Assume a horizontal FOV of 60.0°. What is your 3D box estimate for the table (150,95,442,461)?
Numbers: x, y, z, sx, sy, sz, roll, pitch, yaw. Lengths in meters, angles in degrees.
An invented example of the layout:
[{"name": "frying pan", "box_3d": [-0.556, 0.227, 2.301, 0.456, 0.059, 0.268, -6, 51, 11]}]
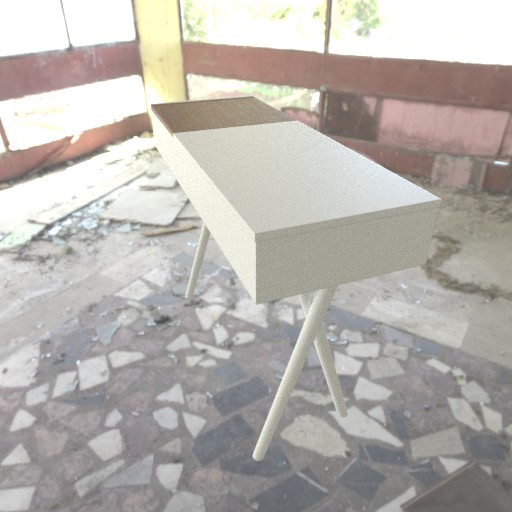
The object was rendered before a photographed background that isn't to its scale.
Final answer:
[{"name": "table", "box_3d": [0.000, 0.000, 1.455, 0.418, 0.785, 1.066, -11, 33, -18]}]
